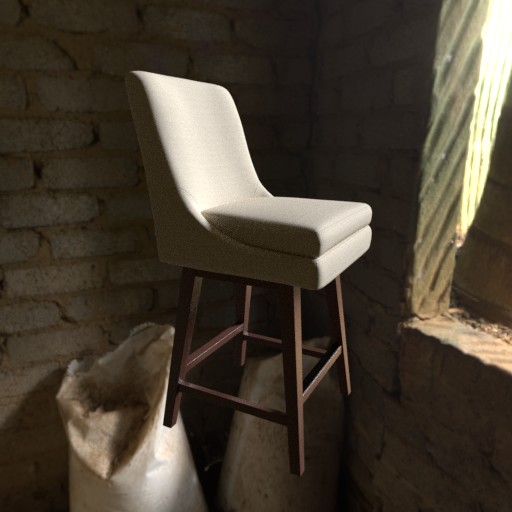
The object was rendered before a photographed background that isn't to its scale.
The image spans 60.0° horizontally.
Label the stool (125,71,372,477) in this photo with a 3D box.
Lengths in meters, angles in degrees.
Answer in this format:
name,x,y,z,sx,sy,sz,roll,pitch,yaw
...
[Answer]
name,x,y,z,sx,sy,sz,roll,pitch,yaw
stool,0.000,0.000,1.286,0.559,0.991,0.483,8,17,27
